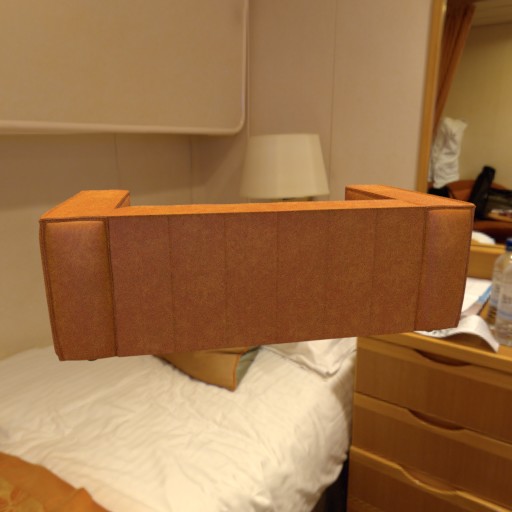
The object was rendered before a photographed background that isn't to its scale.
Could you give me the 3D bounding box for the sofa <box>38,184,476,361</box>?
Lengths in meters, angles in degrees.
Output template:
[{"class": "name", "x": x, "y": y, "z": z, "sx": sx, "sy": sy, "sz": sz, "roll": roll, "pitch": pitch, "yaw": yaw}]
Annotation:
[{"class": "sofa", "x": 0.000, "y": 0.000, "z": 2.582, "sx": 2.088, "sy": 0.703, "sz": 1.102, "roll": -3, "pitch": 15, "yaw": -10}]
